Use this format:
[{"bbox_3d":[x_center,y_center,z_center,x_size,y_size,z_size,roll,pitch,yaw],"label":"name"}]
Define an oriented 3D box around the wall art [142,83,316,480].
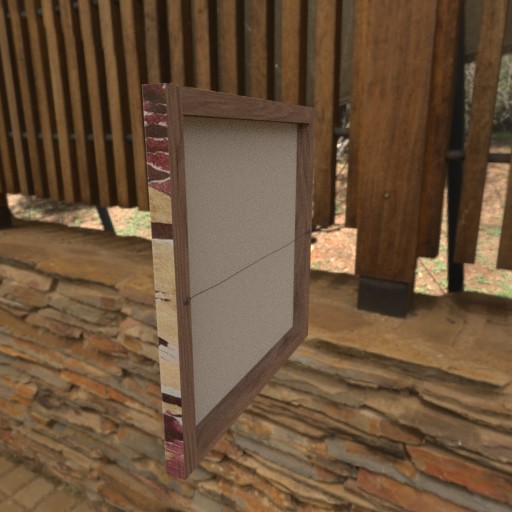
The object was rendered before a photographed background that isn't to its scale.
[{"bbox_3d":[0.000,0.000,0.921,0.041,0.613,0.609,7,17,25],"label":"wall art"}]
